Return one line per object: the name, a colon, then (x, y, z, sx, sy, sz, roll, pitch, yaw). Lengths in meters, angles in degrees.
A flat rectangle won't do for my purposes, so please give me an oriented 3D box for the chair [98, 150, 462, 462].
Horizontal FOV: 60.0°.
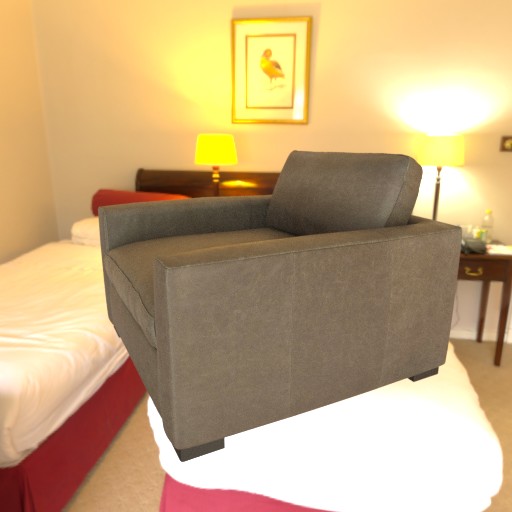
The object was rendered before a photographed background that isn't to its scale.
chair: (0.000, 0.000, 1.774, 1.080, 0.807, 1.106, -8, 17, -26)
